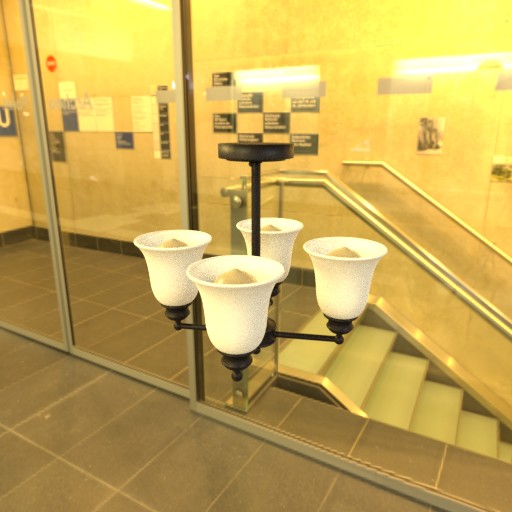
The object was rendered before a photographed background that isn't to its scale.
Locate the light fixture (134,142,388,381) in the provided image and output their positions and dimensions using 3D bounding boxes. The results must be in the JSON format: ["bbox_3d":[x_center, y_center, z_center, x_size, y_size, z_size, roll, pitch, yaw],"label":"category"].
[{"bbox_3d":[0.000,0.000,1.881,1.069,0.925,1.069,3,16,10],"label":"light fixture"}]
